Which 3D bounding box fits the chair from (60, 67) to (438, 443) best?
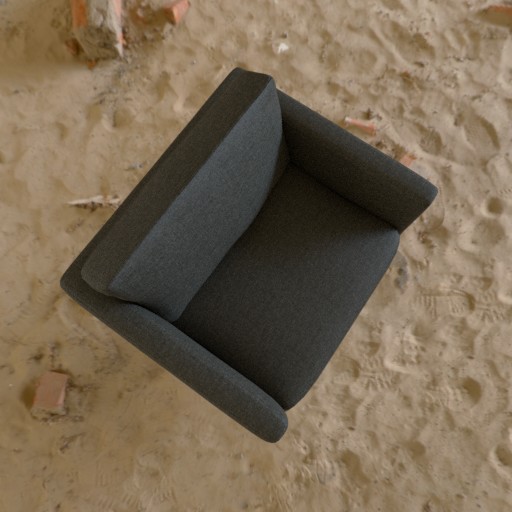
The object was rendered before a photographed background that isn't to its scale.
[{"bbox_3d":[0.000,0.000,1.829,0.959,0.963,1.107,34,78,8],"label":"chair"}]
